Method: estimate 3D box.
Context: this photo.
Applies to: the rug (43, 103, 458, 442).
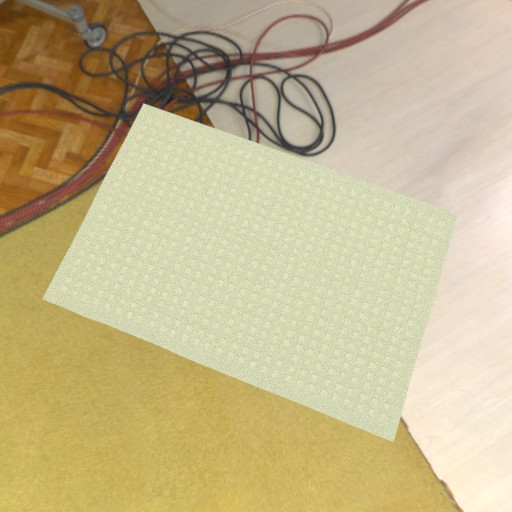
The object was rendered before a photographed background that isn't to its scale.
[{"bbox_3d":[0.000,0.000,2.172,1.747,0.006,1.143,21,76,5],"label":"rug"}]
